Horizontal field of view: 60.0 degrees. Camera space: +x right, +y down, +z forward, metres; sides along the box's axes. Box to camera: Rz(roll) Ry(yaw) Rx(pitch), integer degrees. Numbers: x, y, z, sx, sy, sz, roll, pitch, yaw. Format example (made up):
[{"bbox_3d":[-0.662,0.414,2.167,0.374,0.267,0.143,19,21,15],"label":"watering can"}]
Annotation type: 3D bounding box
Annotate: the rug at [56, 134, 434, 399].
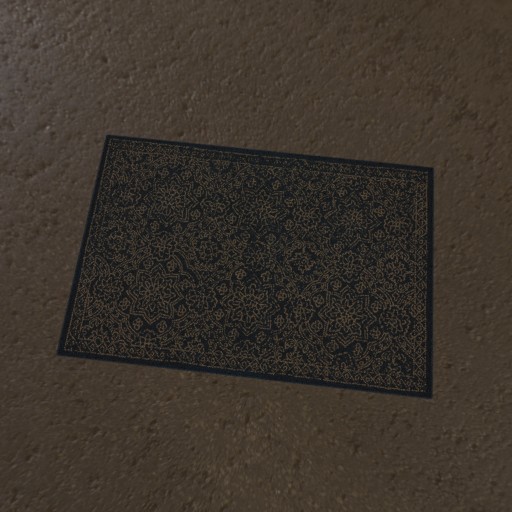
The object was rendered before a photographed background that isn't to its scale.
[{"bbox_3d":[0.000,0.000,2.296,1.829,0.010,1.219,6,75,2],"label":"rug"}]
